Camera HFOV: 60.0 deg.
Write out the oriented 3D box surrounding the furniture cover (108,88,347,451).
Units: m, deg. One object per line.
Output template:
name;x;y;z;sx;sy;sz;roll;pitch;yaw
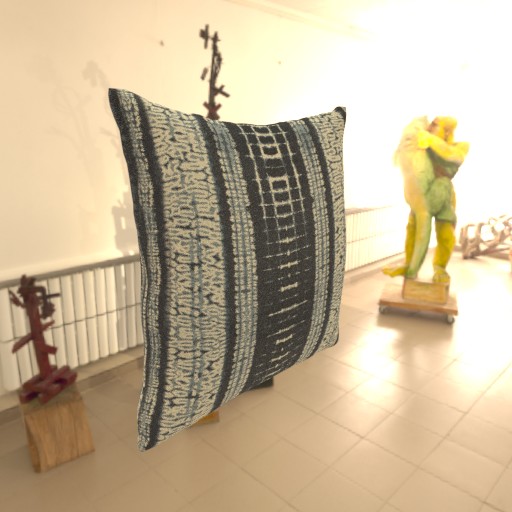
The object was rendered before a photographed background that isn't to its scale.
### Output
furniture cover;0.000;0.000;0.649;0.133;0.435;0.425;14;21;43
